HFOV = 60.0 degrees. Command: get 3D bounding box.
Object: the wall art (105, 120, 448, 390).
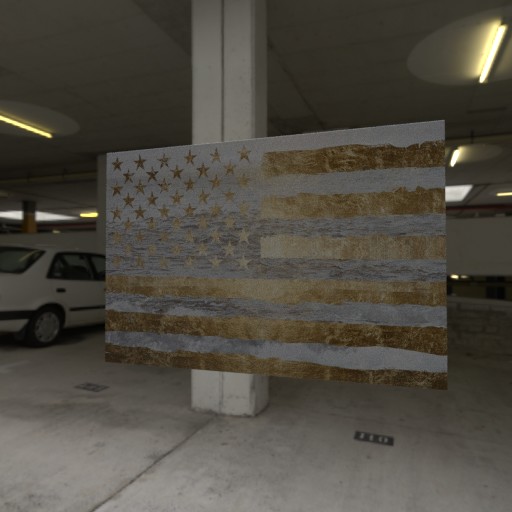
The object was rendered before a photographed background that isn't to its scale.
[{"bbox_3d":[0.000,0.000,1.452,1.145,0.762,0.041,0,-2,19],"label":"wall art"}]
